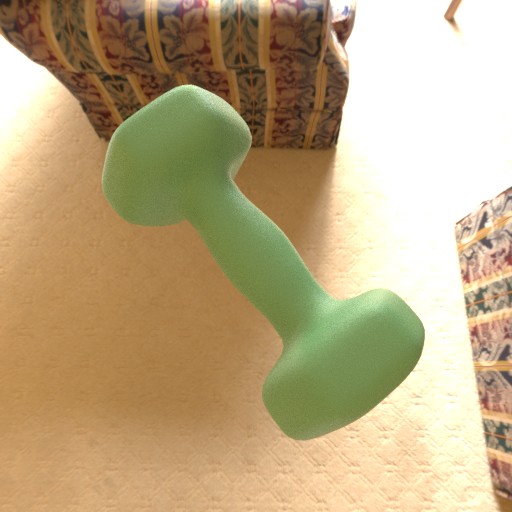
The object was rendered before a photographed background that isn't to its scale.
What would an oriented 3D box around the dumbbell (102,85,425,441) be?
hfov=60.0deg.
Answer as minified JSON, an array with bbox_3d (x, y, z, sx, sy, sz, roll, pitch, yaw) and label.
[{"bbox_3d":[0.000,0.000,0.328,0.126,0.114,0.257,-37,78,-9],"label":"dumbbell"}]
